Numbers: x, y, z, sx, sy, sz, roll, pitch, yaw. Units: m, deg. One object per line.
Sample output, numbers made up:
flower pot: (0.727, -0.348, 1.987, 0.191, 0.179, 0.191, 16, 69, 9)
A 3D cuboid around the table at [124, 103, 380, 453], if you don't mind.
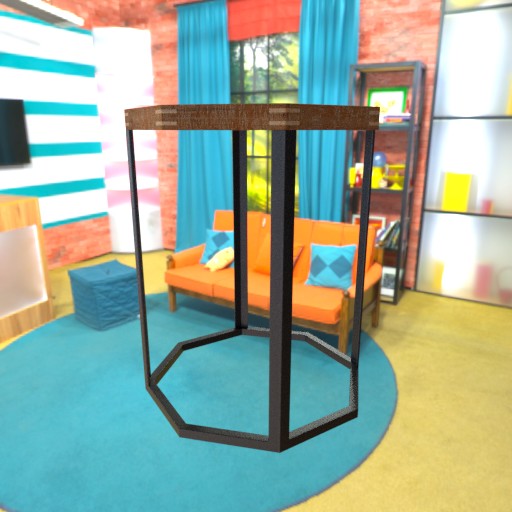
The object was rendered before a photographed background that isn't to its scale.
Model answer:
table: (0.000, 0.000, 0.869, 0.458, 0.543, 0.458, -3, 16, -9)
